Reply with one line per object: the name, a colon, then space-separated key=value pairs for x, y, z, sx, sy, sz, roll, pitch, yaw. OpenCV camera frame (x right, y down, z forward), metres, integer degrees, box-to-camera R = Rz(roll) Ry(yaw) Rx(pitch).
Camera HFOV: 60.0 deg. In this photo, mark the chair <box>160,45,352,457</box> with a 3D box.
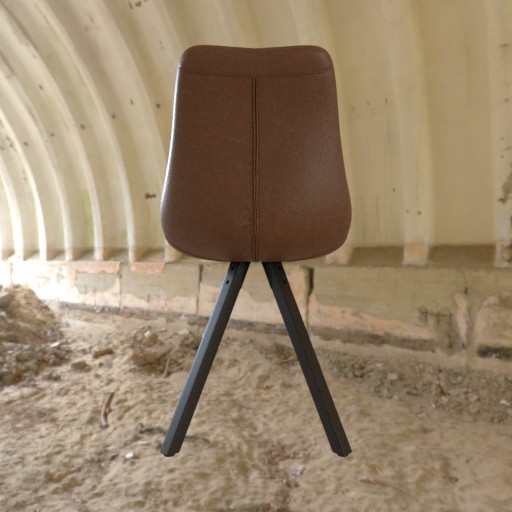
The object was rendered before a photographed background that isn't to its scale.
chair: x=0.000 y=0.000 z=1.150 sx=0.475 sy=0.850 sz=0.550 roll=0 pitch=0 yaw=0
